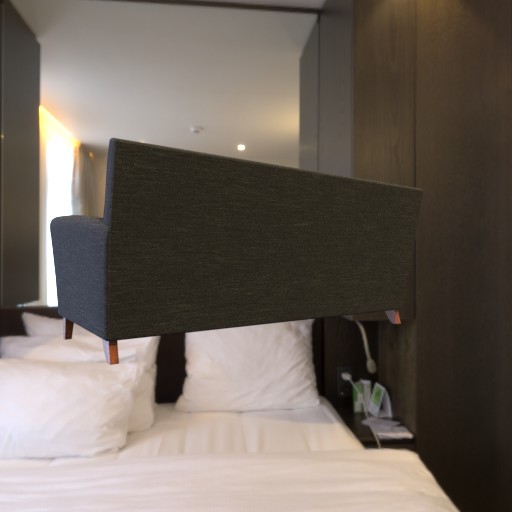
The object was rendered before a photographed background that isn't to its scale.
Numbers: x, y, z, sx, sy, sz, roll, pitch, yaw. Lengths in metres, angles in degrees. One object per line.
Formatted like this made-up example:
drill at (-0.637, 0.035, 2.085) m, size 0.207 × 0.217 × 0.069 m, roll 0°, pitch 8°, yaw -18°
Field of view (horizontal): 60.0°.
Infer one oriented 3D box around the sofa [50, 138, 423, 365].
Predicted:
sofa at (0.000, 0.000, 2.483) m, size 1.976 × 0.846 × 0.875 m, roll 0°, pitch -1°, yaw -37°
